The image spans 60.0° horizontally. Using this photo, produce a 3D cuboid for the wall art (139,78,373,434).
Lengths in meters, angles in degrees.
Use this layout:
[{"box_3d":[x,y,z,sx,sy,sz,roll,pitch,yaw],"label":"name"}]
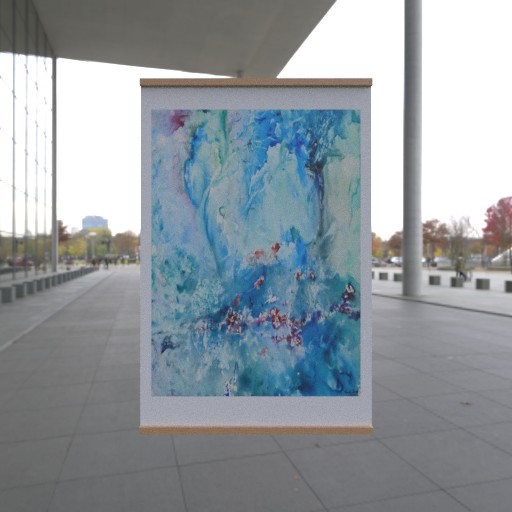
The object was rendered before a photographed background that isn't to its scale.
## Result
[{"box_3d":[0.000,0.000,0.768,0.401,0.611,0.016,0,0,0],"label":"wall art"}]
